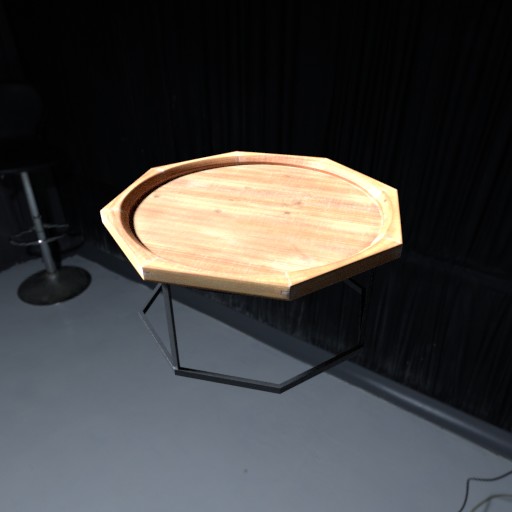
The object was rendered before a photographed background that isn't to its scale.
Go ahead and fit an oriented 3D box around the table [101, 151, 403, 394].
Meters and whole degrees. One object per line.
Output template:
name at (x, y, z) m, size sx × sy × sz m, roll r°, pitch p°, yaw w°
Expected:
table at (0.000, 0.000, 1.593) m, size 1.002 × 0.444 × 1.002 m, roll 0°, pitch 32°, yaw 0°
